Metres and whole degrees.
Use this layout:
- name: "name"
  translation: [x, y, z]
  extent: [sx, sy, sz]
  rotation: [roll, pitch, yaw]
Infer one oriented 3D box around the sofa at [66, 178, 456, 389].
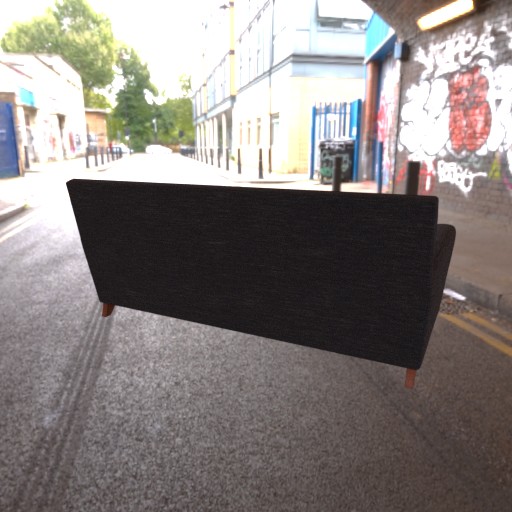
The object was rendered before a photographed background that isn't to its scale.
- name: "sofa"
  translation: [0.000, 0.000, 2.480]
  extent: [1.976, 0.846, 0.875]
  rotation: [7, 16, 26]
